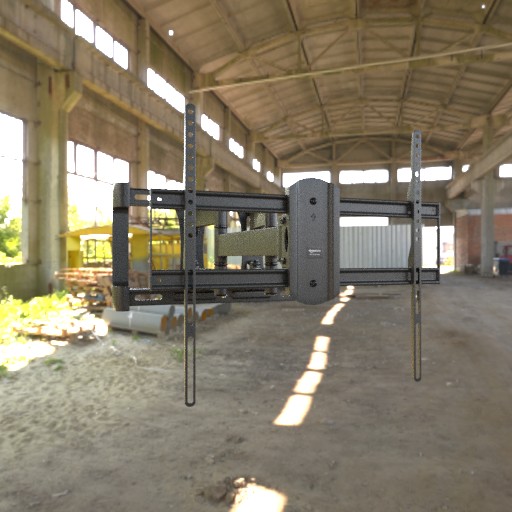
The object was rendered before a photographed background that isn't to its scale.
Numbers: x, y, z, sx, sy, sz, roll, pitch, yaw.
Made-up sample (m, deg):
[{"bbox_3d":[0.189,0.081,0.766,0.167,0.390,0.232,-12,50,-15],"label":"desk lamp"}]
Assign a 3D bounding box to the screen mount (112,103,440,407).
[{"bbox_3d":[0.000,0.000,0.943,0.571,0.424,0.556,0,0,-19],"label":"screen mount"}]
